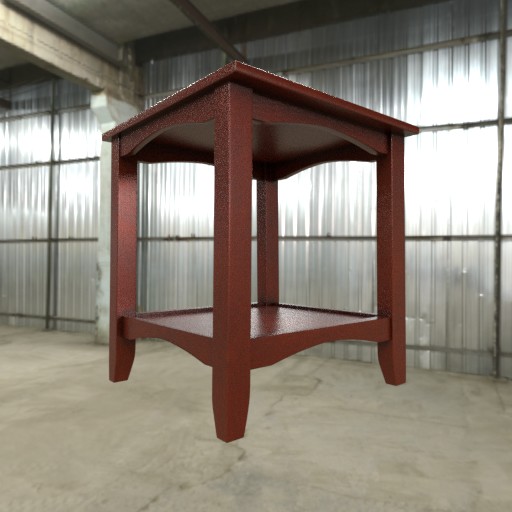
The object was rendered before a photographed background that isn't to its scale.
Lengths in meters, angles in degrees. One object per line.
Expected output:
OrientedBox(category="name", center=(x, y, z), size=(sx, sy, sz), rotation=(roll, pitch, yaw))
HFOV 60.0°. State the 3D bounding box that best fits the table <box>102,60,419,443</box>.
OrientedBox(category="table", center=(0.000, 0.000, 0.984), size=(0.523, 0.558, 0.522), rotation=(0, 0, -38))
